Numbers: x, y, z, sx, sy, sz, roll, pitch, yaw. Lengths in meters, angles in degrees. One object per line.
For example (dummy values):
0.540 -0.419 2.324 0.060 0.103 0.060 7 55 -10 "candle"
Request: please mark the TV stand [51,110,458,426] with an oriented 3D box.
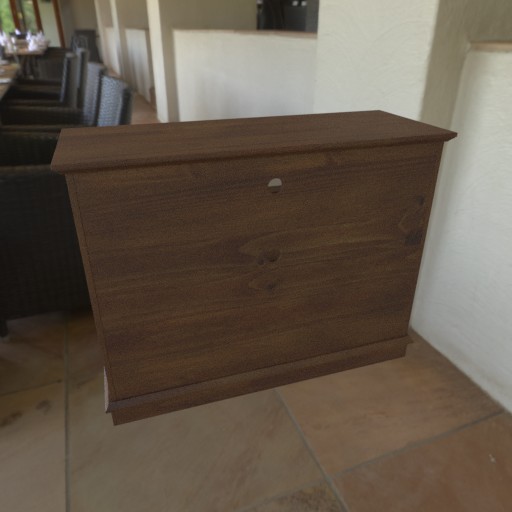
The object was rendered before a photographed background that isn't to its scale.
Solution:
0.000 0.000 1.463 1.067 0.813 0.406 -9 29 -16 "TV stand"
